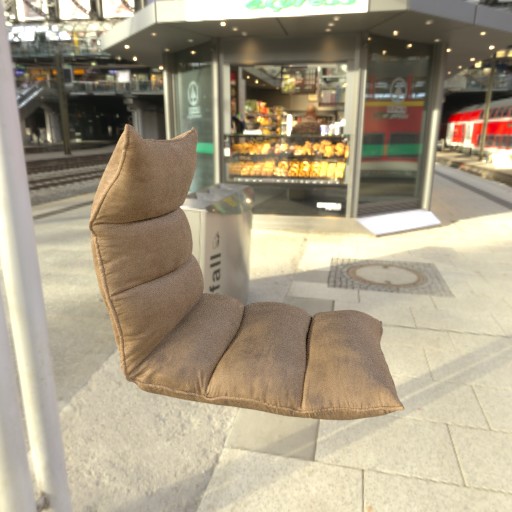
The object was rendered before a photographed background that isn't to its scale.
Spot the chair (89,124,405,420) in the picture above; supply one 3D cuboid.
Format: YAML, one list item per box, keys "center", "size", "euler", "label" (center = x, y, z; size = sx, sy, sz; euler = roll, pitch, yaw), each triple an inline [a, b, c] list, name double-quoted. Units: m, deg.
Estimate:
- center: [0.000, 0.000, 1.579]
  size: [0.985, 0.892, 0.714]
  euler: [3, 16, 10]
  label: "chair"
